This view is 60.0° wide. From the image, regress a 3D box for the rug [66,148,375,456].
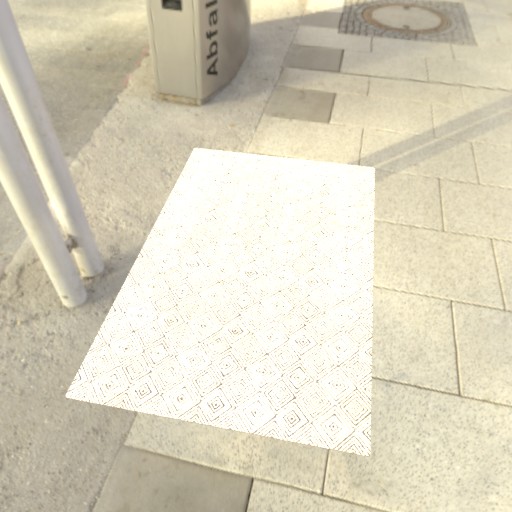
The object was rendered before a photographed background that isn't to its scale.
[{"bbox_3d":[0.000,0.000,2.260,1.175,0.008,1.783,8,47,8],"label":"rug"}]
